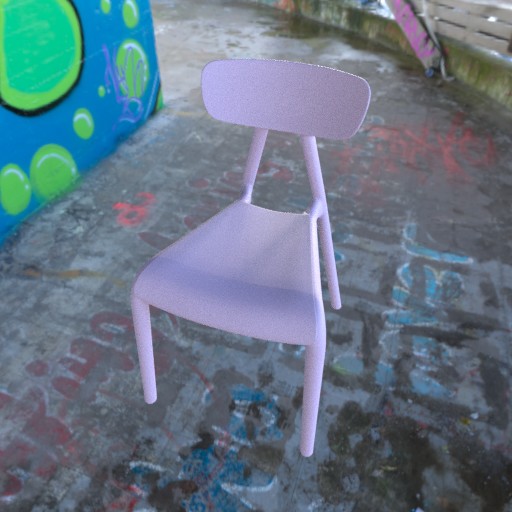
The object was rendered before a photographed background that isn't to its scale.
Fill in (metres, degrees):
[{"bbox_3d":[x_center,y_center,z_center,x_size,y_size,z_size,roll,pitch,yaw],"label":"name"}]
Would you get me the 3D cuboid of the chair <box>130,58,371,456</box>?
[{"bbox_3d":[0.000,0.000,0.819,0.356,0.580,0.401,13,44,14],"label":"chair"}]
